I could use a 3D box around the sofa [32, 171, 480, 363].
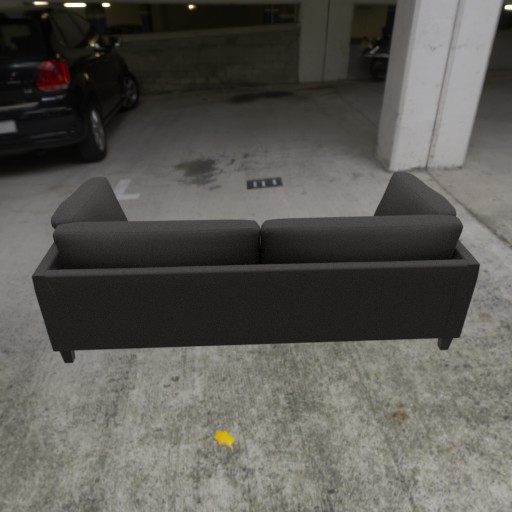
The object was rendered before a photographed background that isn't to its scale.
[{"bbox_3d":[0.000,0.000,2.719,2.312,0.792,0.969,-1,30,-2],"label":"sofa"}]
